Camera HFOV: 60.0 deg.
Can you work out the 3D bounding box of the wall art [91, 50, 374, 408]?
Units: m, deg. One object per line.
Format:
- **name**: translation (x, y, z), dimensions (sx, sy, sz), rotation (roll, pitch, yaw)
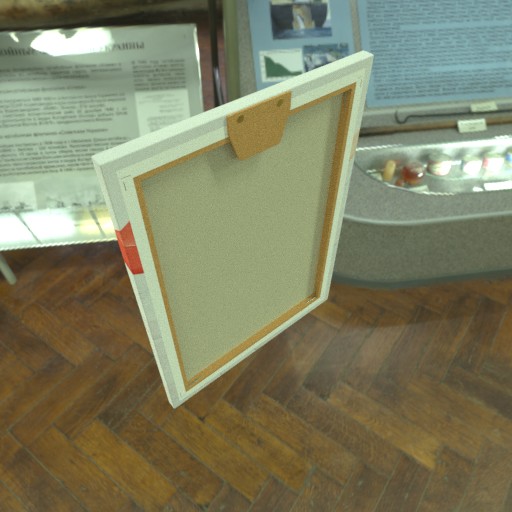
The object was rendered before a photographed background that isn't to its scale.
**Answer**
- **wall art**: translation (0.000, 0.000, 1.344), dimensions (0.759, 1.014, 0.045), rotation (-31, 54, -26)
